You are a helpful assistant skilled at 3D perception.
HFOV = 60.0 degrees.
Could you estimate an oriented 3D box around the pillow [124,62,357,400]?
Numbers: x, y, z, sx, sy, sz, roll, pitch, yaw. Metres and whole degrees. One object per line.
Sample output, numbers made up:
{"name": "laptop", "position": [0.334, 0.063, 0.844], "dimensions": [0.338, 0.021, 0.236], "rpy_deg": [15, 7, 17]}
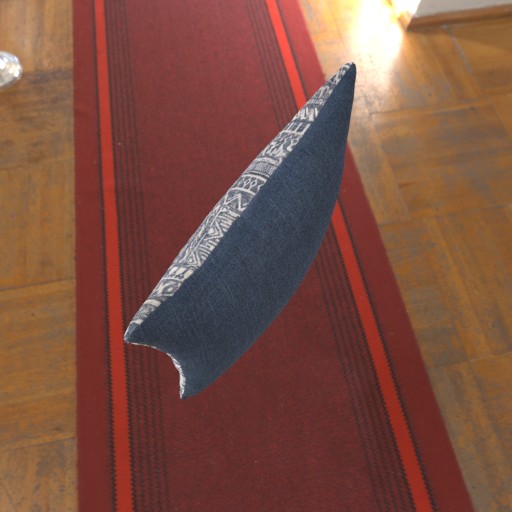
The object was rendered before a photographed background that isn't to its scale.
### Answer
{"name": "pillow", "position": [0.000, 0.000, 0.814], "dimensions": [0.180, 0.487, 0.546], "rpy_deg": [32, 69, 14]}
